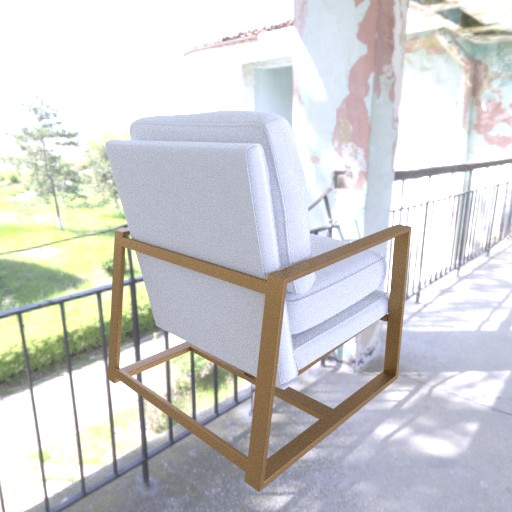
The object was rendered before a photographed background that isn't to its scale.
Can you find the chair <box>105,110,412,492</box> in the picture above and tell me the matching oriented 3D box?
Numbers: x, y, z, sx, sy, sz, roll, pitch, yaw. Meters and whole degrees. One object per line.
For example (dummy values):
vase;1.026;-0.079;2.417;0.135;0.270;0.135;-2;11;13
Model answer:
chair;0.000;0.000;1.579;0.805;0.966;0.813;15;21;42
